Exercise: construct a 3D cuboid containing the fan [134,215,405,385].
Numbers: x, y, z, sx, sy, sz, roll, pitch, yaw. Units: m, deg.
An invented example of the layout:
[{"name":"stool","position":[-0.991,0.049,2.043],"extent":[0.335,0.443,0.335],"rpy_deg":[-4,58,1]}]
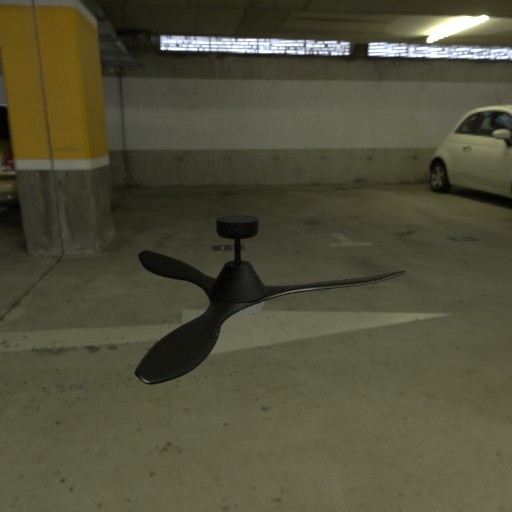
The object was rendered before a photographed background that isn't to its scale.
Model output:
[{"name":"fan","position":[0.000,0.000,1.585],"extent":[1.067,0.305,1.067],"rpy_deg":[-7,17,-25]}]
